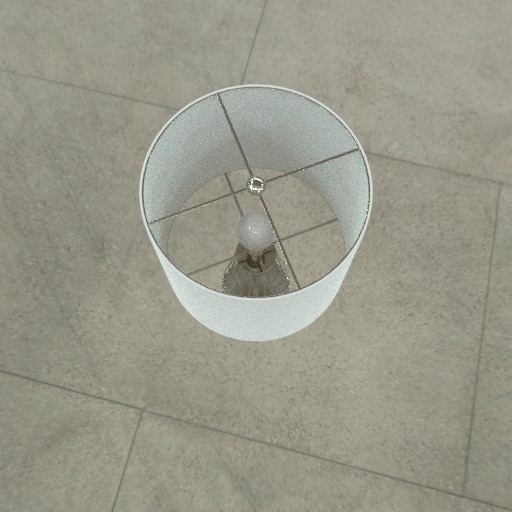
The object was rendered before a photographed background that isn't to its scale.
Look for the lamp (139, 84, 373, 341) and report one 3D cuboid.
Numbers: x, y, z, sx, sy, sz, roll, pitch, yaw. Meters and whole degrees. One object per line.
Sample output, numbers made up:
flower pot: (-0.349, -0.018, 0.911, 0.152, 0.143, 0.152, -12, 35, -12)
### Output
lamp: (0.000, 0.000, 0.784, 0.303, 0.618, 0.303, 0, 75, 0)
